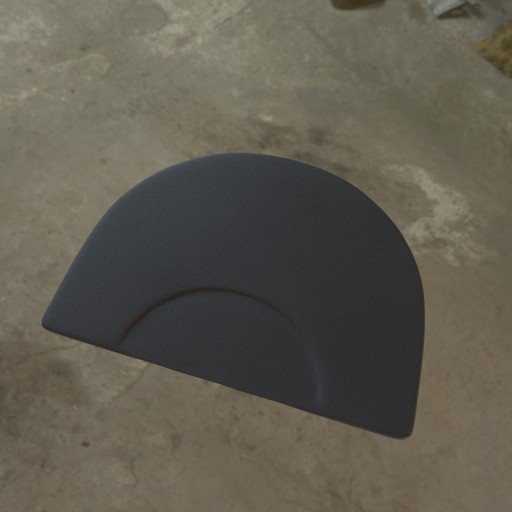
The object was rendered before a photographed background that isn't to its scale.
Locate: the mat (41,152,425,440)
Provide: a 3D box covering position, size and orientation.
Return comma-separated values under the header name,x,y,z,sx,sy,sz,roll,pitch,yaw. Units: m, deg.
name,x,y,z,sx,sy,sz,roll,pitch,yaw
mat,0.000,0.000,1.567,1.220,0.016,0.917,15,64,8
